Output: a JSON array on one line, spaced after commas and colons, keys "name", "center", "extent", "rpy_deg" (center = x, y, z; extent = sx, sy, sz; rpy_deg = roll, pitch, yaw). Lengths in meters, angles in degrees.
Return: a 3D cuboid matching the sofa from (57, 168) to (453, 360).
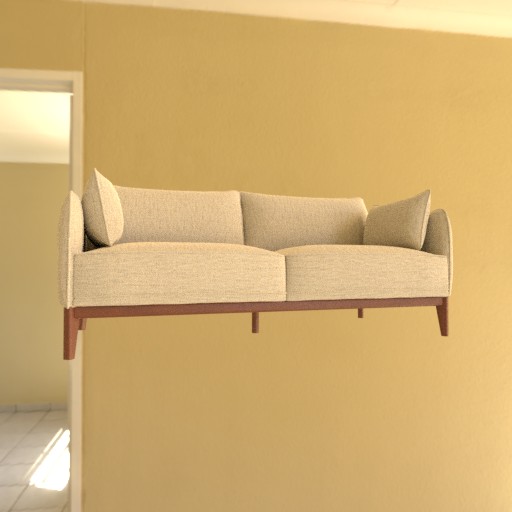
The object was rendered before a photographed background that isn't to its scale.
[{"name": "sofa", "center": [0.000, 0.000, 2.485], "extent": [1.989, 0.860, 0.991], "rpy_deg": [0, -1, -18]}]
